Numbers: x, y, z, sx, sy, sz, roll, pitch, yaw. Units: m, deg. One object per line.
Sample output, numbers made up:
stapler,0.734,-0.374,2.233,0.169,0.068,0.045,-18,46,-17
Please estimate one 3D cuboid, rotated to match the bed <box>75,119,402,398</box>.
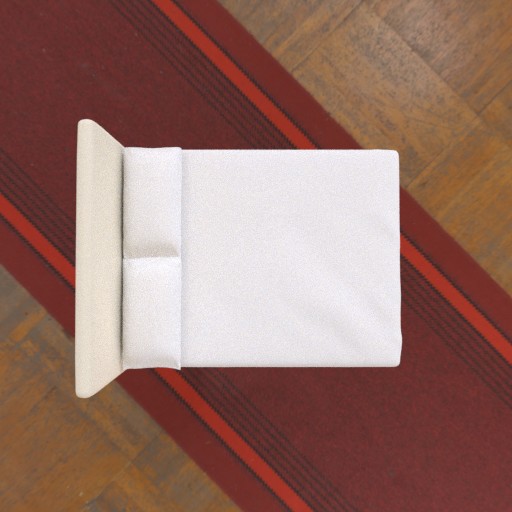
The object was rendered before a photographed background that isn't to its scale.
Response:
bed,0.000,0.000,3.244,2.147,1.330,1.714,0,89,0
